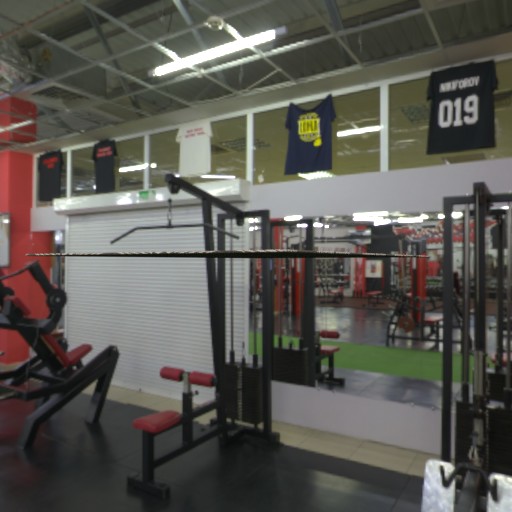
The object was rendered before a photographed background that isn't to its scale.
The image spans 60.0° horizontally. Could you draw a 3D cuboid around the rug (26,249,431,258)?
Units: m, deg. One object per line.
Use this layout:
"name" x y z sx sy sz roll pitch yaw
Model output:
"rug" 0.000 0.000 4.137 2.438 0.016 3.048 -1 -1 34
